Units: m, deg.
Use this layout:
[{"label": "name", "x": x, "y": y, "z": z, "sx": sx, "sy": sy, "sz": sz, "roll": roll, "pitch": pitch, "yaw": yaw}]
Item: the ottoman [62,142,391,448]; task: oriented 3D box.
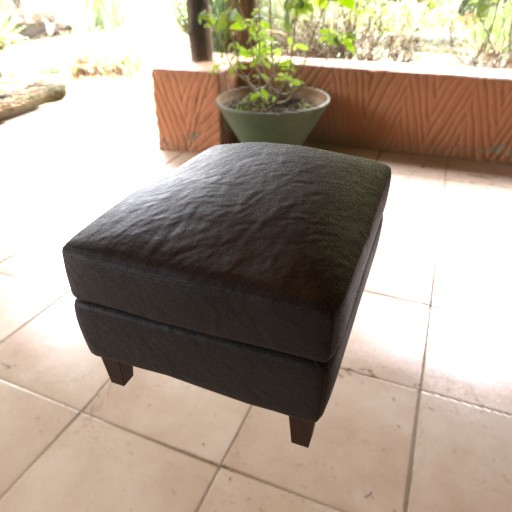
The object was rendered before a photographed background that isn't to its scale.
[{"label": "ottoman", "x": 0.000, "y": 0.000, "z": 1.317, "sx": 0.659, "sy": 0.529, "sz": 0.887, "roll": 11, "pitch": 33, "yaw": 18}]
